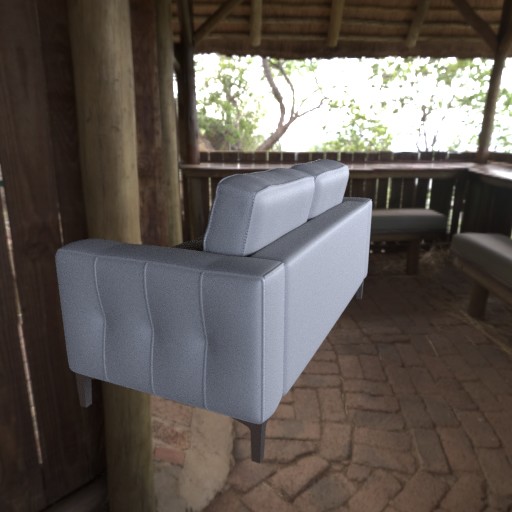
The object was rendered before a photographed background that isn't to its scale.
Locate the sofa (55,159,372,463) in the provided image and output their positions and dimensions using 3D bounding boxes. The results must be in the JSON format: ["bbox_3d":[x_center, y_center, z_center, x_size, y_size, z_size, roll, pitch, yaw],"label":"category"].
[{"bbox_3d":[0.000,0.000,2.189,0.833,0.892,1.726,7,17,23],"label":"sofa"}]
